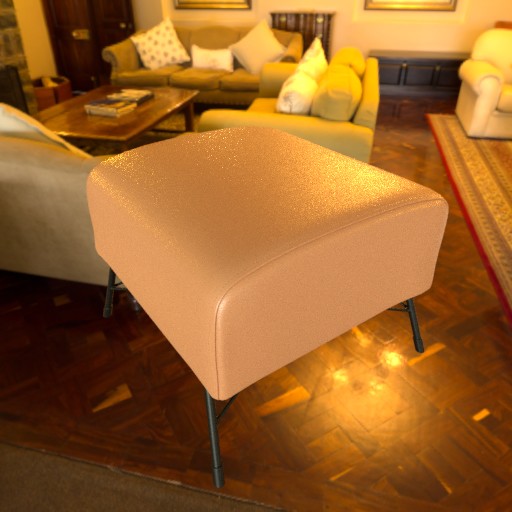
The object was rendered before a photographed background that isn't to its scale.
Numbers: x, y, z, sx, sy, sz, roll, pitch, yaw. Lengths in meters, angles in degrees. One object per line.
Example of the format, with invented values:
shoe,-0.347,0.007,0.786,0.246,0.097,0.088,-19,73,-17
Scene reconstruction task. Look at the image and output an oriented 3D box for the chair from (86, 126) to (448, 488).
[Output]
chair,0.000,0.000,0.905,0.530,0.410,0.530,-21,38,-30
